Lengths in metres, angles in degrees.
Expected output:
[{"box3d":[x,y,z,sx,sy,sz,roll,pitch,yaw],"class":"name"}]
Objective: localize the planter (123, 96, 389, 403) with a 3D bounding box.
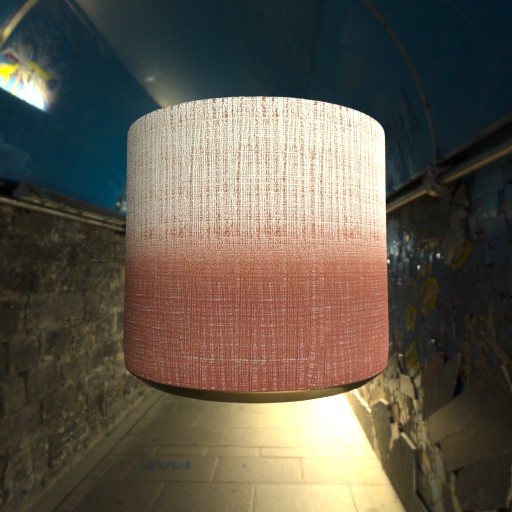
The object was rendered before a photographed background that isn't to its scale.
[{"box3d":[0.000,0.000,0.387,0.221,0.201,0.221,0,-1,0],"class":"planter"}]
